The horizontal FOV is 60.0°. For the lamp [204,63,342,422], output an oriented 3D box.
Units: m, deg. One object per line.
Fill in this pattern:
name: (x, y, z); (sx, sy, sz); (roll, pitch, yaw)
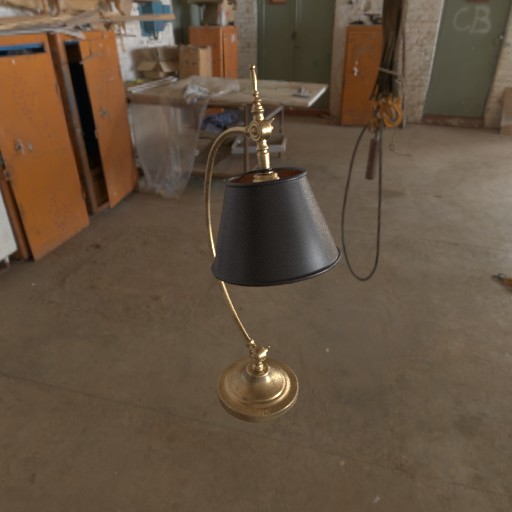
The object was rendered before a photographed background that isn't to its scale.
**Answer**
lamp: (0.000, 0.000, 0.846); (0.235, 0.675, 0.344); (-20, 35, -32)
